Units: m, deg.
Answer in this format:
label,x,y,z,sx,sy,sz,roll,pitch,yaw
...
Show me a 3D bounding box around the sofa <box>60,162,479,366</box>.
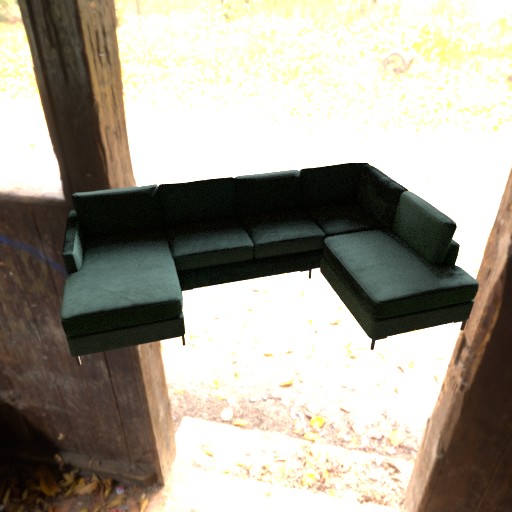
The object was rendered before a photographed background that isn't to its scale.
label,x,y,z,sx,sy,sz,roll,pitch,yaw
sofa,0.000,0.000,4.211,3.434,0.992,2.055,-9,33,-14
